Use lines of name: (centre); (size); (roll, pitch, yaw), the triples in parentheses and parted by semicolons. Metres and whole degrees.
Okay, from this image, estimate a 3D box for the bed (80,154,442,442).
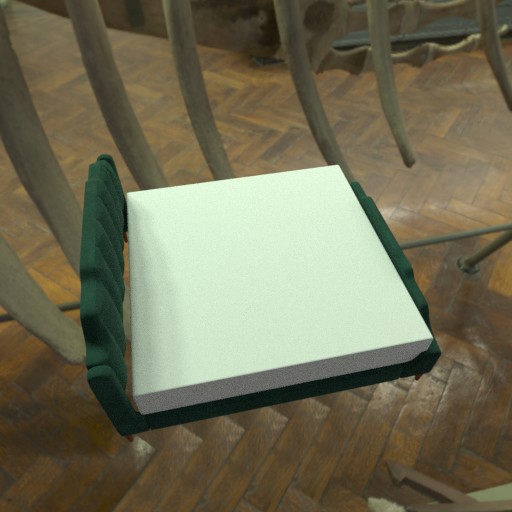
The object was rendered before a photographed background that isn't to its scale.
bed: (0.000, 0.000, 3.528); (2.340, 1.245, 2.074); (-9, 49, -8)
